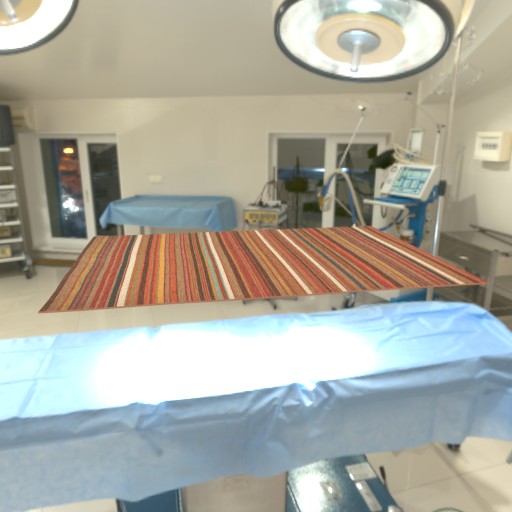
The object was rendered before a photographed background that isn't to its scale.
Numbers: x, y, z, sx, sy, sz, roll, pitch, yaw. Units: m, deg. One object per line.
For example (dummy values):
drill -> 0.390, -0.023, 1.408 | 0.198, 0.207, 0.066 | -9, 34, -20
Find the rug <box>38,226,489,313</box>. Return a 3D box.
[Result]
rug -> 0.000, 0.000, 2.324 | 1.828, 0.007, 1.217 | -3, 16, -10
